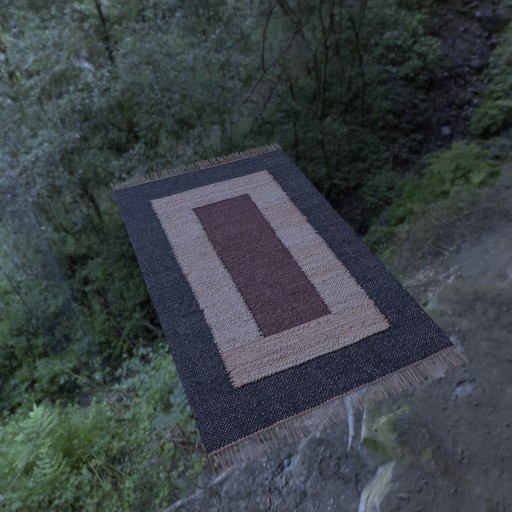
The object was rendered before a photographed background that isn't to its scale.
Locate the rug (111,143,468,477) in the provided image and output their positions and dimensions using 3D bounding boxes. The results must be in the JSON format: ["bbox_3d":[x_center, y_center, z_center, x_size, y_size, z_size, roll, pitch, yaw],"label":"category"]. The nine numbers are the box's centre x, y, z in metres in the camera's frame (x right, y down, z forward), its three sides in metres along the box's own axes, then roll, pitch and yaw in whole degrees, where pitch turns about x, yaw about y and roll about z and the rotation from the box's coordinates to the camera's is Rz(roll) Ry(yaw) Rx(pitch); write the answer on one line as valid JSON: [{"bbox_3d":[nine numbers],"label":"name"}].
[{"bbox_3d":[0.000,0.000,2.470,1.224,0.027,2.021,-18,48,-16],"label":"rug"}]
